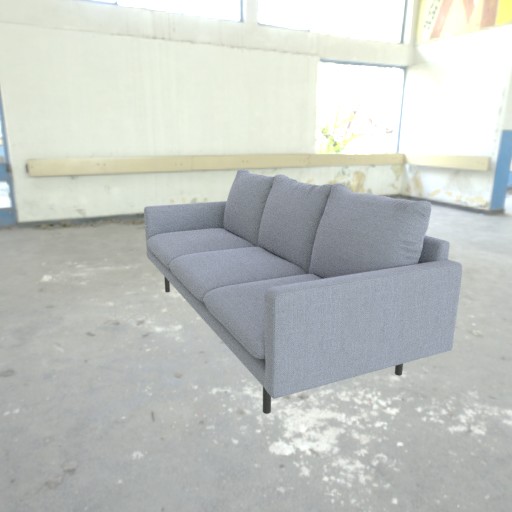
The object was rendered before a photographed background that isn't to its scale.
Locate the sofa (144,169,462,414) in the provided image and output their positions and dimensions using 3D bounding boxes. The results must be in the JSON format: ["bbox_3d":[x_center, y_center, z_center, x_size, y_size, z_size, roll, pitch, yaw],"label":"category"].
[{"bbox_3d":[0.000,0.000,2.453,0.850,0.830,2.000,-7,17,-24],"label":"sofa"}]
